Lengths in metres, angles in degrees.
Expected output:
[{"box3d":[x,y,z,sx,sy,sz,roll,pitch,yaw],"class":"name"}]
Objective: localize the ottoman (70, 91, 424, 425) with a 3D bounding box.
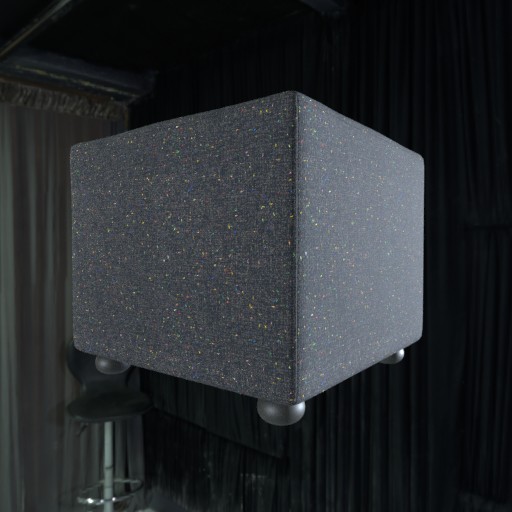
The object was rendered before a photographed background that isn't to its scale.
[{"box3d":[0.000,0.000,0.862,0.508,0.432,0.508,1,2,38],"class":"ottoman"}]
